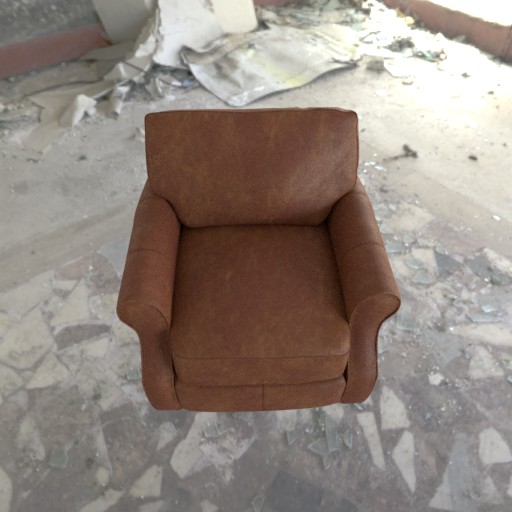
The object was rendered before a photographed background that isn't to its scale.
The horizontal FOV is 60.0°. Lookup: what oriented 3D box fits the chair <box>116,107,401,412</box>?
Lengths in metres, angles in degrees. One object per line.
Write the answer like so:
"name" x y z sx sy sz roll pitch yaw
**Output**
"chair" 0.000 0.000 1.794 0.983 0.962 0.986 -2 46 -2
